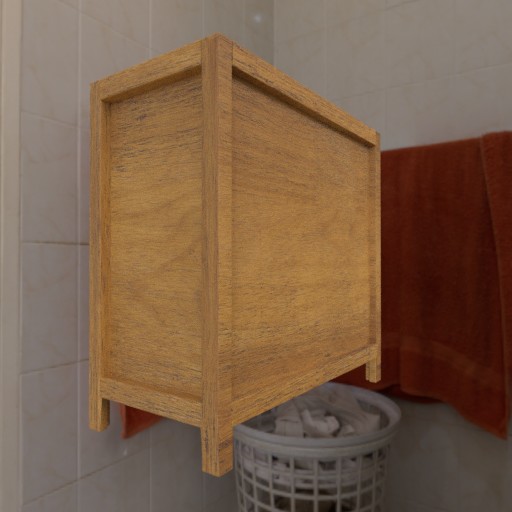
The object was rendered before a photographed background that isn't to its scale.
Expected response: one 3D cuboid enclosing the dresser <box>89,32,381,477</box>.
[{"bbox_3d":[0.000,0.000,1.245,0.427,0.804,0.804,0,-1,36],"label":"dresser"}]
